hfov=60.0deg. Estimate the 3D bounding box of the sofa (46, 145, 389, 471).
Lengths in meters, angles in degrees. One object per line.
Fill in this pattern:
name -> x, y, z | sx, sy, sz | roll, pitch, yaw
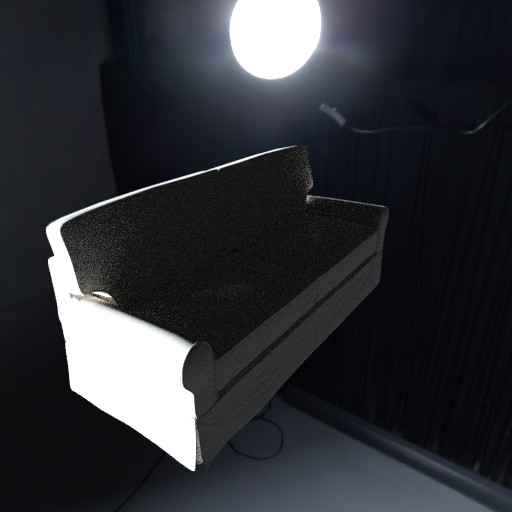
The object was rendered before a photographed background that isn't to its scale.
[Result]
sofa -> 0.000, 0.000, 2.490 | 0.862, 0.937, 2.021 | 17, 30, 31
